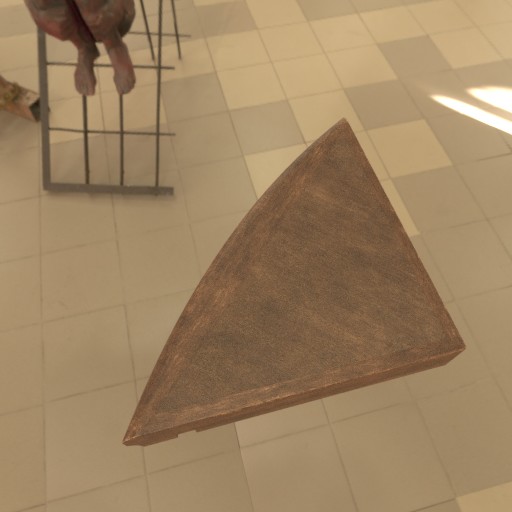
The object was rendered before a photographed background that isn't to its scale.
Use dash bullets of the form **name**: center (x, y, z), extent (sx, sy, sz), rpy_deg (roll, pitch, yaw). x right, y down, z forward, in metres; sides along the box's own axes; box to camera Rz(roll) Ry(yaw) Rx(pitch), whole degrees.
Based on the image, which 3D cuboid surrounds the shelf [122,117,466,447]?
- **shelf**: center (0.000, 0.000, 0.473), extent (0.310, 0.050, 0.310), rpy_deg (-13, 61, -7)
